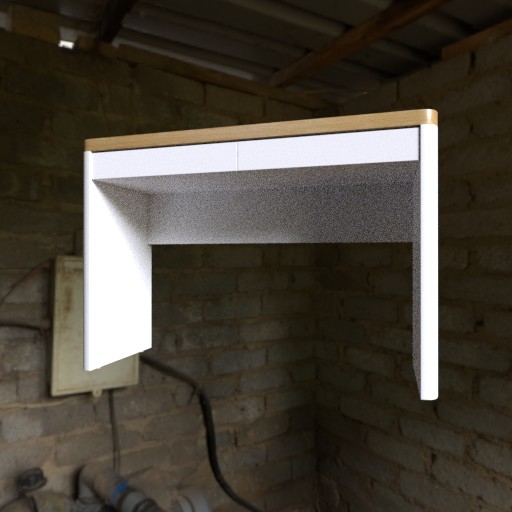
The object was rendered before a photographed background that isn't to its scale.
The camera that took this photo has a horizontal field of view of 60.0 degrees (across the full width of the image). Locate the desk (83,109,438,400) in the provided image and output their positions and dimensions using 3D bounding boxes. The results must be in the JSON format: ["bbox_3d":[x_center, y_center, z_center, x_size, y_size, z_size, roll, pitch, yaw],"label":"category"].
[{"bbox_3d":[0.000,0.000,1.482,1.100,0.760,0.390,0,0,17],"label":"desk"}]
